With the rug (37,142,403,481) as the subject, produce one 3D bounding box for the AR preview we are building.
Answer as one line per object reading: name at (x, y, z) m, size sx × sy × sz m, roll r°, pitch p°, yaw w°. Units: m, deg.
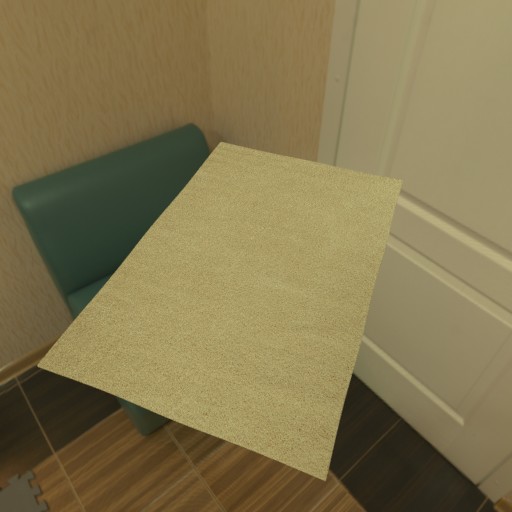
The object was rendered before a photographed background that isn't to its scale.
rug at (0.000, 0.000, 3.341) m, size 1.800 × 0.025 × 2.699 m, roll 16°, pitch 48°, yaw 15°
